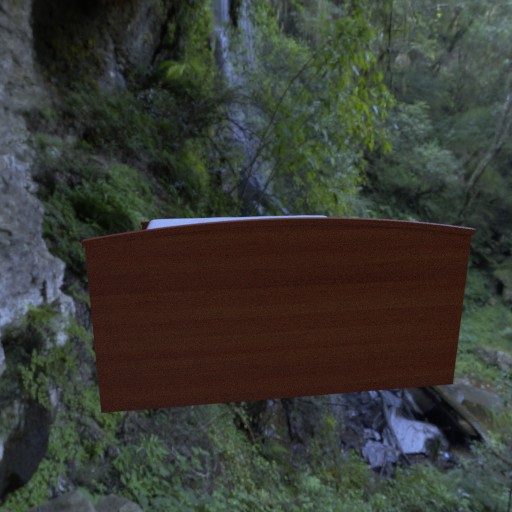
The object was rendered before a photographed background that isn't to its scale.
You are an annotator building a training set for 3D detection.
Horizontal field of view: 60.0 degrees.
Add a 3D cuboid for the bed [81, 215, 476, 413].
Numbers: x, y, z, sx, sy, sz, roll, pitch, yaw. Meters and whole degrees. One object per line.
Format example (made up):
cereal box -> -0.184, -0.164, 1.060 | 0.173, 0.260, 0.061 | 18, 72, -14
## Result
bed -> 0.000, 0.000, 2.931 | 1.683, 0.848, 2.053 | -2, 15, -8
